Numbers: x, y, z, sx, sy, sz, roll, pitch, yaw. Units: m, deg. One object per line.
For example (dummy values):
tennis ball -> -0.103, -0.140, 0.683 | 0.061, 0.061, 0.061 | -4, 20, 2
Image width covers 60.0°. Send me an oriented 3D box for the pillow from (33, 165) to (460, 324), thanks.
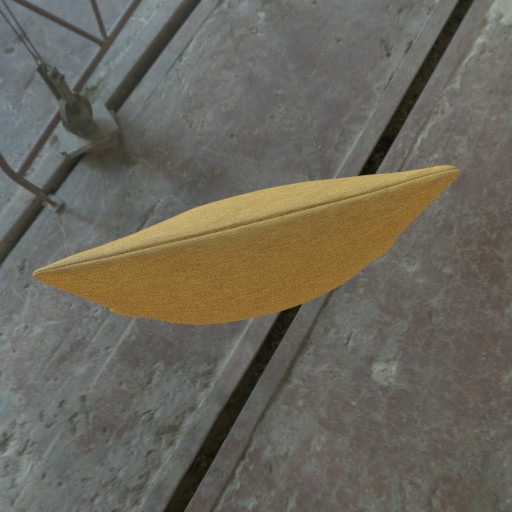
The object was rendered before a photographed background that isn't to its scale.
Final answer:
pillow -> 0.000, 0.000, 0.791 | 0.634, 0.354, 0.210 | -14, 76, -4
